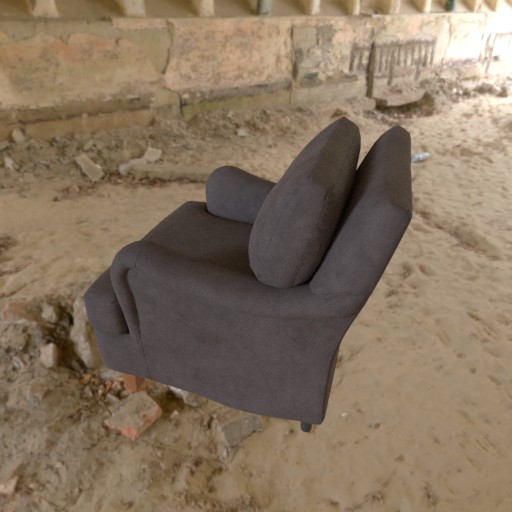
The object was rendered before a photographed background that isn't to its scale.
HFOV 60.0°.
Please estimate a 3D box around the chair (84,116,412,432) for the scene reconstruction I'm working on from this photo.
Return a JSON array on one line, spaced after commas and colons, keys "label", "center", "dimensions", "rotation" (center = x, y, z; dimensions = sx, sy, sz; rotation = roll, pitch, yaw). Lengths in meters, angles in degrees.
[{"label": "chair", "center": [0.000, 0.000, 1.800], "dimensions": [1.070, 0.997, 0.955], "rotation": [8, 31, 14]}]
